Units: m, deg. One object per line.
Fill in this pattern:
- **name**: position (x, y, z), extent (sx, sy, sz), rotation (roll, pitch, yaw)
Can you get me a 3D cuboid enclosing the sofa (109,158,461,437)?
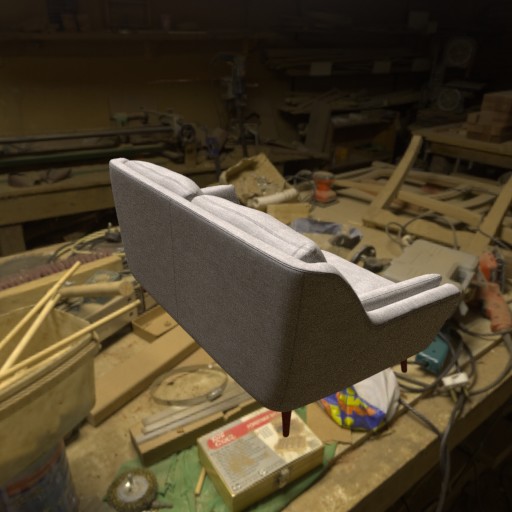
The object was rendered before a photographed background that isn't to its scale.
- **sofa**: position (0.000, 0.000, 2.454), extent (0.976, 0.897, 1.930), rotation (-18, 31, -32)
